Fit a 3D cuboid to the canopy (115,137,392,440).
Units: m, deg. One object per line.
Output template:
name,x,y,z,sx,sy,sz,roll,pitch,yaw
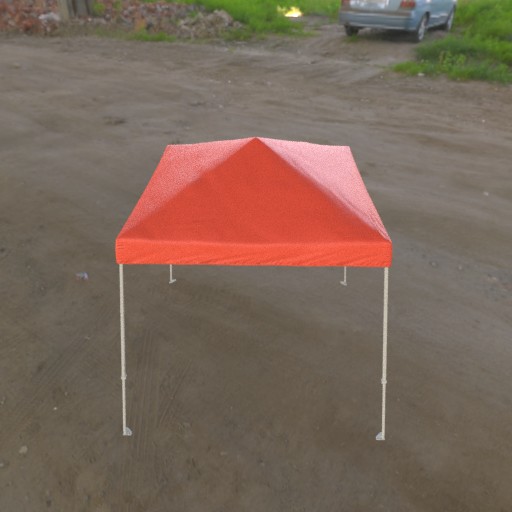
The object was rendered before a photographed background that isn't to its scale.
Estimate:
canopy,0.000,0.000,5.224,2.849,2.850,2.850,1,34,1
